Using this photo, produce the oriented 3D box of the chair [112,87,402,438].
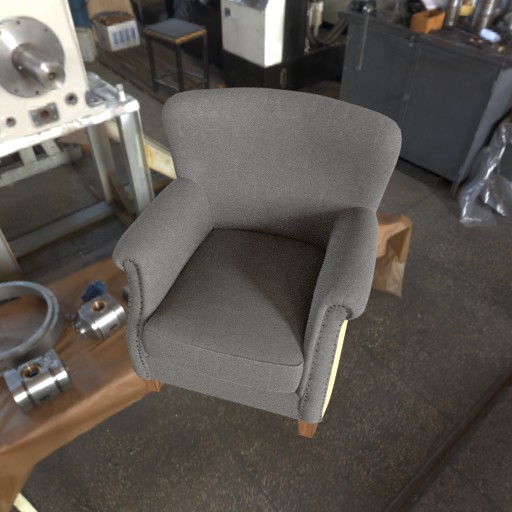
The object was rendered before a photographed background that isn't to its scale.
[{"bbox_3d":[0.000,0.000,1.659,0.861,0.936,0.921,11,44,12],"label":"chair"}]
